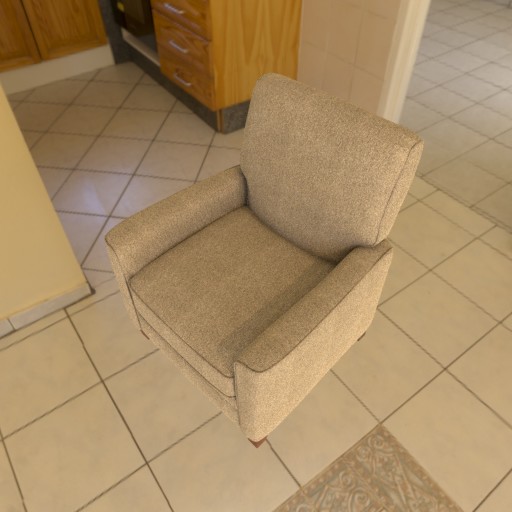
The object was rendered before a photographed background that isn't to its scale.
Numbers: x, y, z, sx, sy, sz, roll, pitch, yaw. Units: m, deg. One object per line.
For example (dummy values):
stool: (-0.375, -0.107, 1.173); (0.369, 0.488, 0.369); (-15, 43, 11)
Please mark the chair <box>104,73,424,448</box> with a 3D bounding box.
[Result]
chair: (0.000, 0.000, 1.693); (0.841, 1.028, 0.858); (35, 56, 29)
